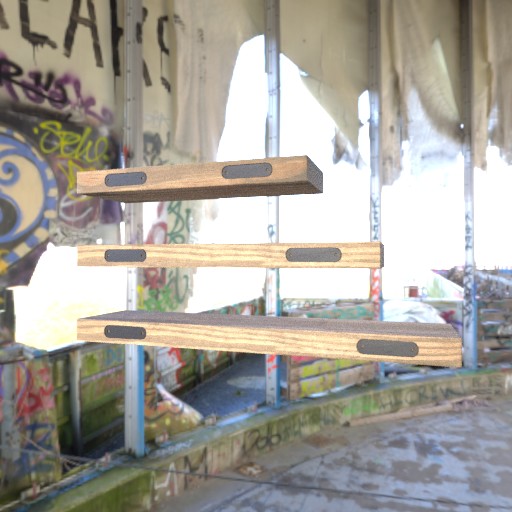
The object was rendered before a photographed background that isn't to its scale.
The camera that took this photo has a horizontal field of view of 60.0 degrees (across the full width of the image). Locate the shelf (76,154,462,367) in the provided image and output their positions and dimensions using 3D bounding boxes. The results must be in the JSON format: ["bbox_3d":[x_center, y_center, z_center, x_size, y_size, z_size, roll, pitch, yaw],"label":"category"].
[{"bbox_3d":[0.000,0.000,0.738,0.610,0.293,0.140,0,-1,18],"label":"shelf"}]
